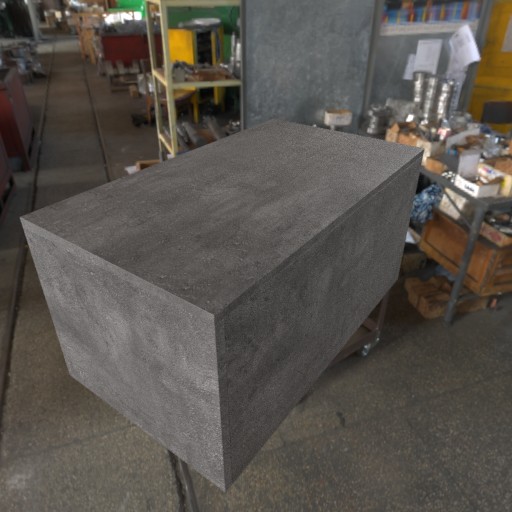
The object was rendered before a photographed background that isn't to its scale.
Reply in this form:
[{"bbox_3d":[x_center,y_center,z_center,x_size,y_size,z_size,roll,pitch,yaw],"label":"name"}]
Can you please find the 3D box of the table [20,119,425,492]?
[{"bbox_3d":[0.000,0.000,0.922,0.400,0.350,0.700,21,38,30],"label":"table"}]
